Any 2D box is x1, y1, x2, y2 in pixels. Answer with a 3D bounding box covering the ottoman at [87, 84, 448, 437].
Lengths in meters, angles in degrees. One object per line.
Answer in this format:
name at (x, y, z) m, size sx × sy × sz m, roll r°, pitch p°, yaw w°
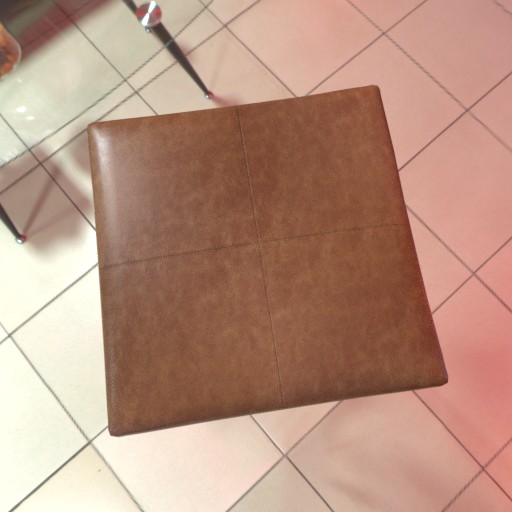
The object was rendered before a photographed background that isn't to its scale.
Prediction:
ottoman at (0.000, 0.000, 1.777) m, size 1.169 × 0.483 × 1.168 m, roll -8°, pitch 77°, yaw -2°
